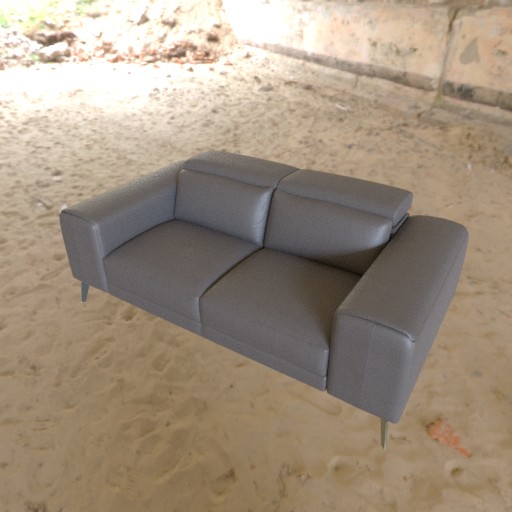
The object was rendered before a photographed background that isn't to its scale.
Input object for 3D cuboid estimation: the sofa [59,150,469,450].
[{"bbox_3d":[0.000,0.000,2.402,1.930,0.753,1.024,18,35,27],"label":"sofa"}]
